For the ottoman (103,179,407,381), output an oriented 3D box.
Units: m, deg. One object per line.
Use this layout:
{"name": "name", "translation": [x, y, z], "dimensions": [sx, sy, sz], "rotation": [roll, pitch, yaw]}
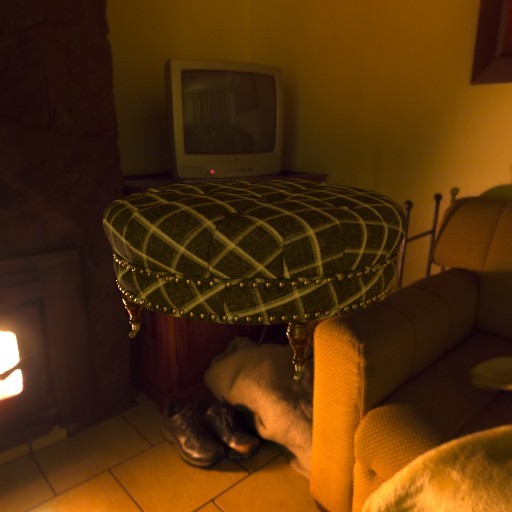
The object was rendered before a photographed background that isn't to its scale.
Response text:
{"name": "ottoman", "translation": [0.000, 0.000, 1.401], "dimensions": [0.901, 0.439, 0.901], "rotation": [0, 15, 0]}
